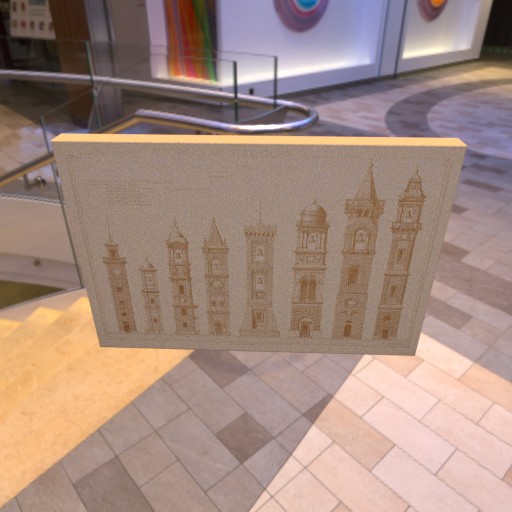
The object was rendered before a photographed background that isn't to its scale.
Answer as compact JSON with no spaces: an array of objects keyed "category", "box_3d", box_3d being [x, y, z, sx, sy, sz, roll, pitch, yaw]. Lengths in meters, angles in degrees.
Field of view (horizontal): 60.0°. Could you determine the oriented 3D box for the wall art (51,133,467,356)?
[{"category":"wall art","box_3d":[0.000,0.000,0.769,0.609,0.407,0.039,1,31,2]}]
